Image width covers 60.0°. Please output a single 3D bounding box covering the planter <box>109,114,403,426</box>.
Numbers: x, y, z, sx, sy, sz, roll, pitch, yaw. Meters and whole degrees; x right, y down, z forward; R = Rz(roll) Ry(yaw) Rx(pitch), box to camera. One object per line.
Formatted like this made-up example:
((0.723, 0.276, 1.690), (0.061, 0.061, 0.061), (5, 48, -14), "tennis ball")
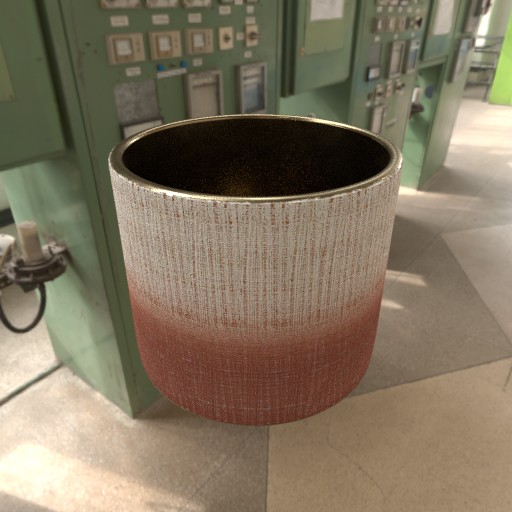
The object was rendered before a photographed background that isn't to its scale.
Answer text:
((0.000, 0.000, 0.311), (0.178, 0.157, 0.178), (0, 30, 0), "planter")
